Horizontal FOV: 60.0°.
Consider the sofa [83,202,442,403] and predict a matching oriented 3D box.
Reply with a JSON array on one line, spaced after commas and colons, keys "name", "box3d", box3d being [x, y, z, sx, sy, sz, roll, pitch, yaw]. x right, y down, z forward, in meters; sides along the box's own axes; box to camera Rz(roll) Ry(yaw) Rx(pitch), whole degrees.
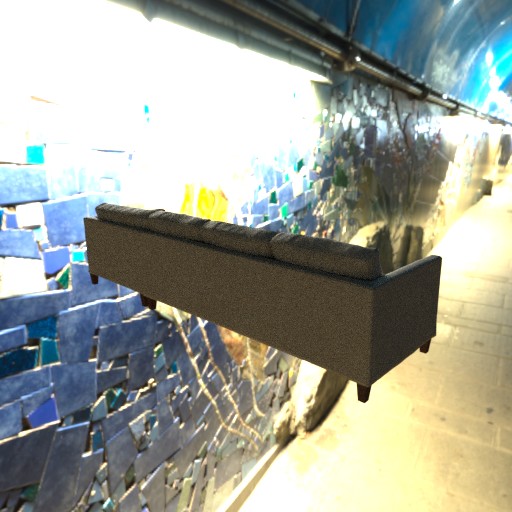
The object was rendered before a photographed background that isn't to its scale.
[{"name": "sofa", "box3d": [0.000, 0.000, 3.935, 3.186, 0.846, 1.625, 13, 19, 42]}]
